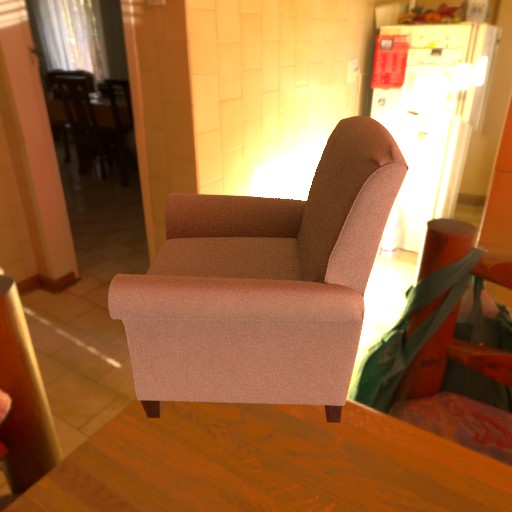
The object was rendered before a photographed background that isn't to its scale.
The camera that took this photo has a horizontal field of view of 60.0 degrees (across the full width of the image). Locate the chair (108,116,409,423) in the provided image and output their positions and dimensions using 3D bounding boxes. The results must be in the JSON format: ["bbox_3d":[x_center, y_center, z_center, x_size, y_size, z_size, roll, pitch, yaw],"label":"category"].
[{"bbox_3d":[0.000,0.000,1.786,0.905,1.061,0.978,1,26,2],"label":"chair"}]
